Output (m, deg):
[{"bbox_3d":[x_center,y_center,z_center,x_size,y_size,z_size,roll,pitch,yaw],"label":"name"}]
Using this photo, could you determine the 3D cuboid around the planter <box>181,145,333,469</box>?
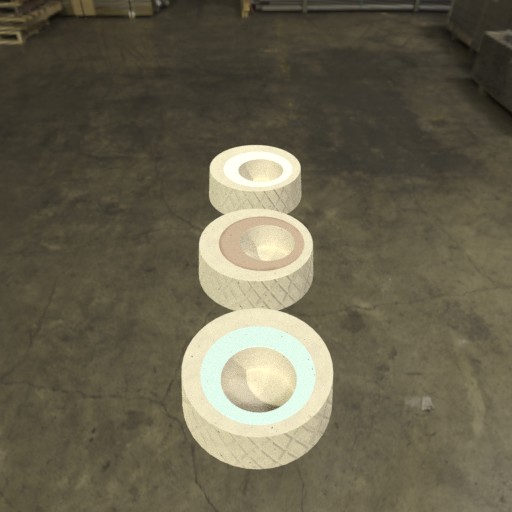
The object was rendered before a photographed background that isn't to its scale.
[{"bbox_3d":[0.000,0.000,0.430,0.114,0.038,0.390,0,41,0],"label":"planter"}]
